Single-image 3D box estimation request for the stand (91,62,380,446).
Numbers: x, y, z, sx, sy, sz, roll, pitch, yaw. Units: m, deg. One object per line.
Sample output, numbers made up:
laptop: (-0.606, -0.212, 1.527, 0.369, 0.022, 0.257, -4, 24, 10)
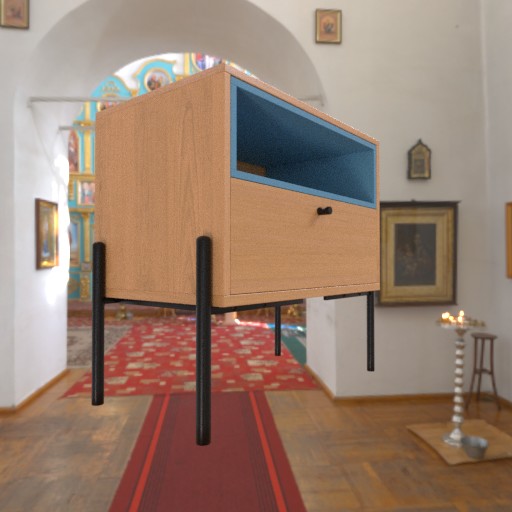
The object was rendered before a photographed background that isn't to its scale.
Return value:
stand: (0.000, 0.000, 1.027, 0.400, 0.600, 0.630, -1, -1, 39)
